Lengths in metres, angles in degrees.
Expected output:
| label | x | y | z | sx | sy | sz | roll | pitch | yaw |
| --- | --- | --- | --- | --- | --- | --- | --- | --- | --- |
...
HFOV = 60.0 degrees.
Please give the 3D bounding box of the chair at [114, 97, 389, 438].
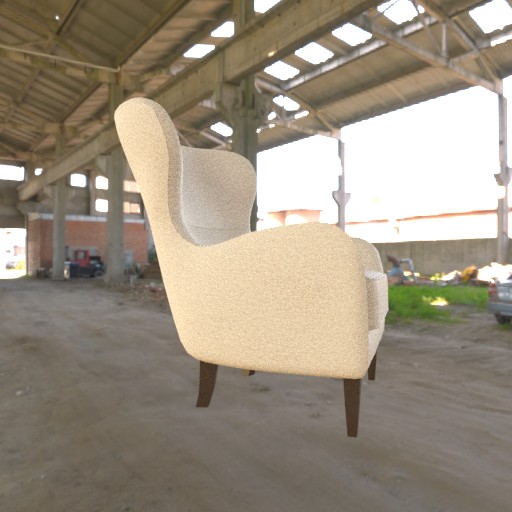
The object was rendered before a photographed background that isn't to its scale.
| label | x | y | z | sx | sy | sz | roll | pitch | yaw |
| --- | --- | --- | --- | --- | --- | --- | --- | --- | --- |
| chair | 0.000 | 0.000 | 1.754 | 0.984 | 1.064 | 0.861 | 0 | -1 | 19 |
